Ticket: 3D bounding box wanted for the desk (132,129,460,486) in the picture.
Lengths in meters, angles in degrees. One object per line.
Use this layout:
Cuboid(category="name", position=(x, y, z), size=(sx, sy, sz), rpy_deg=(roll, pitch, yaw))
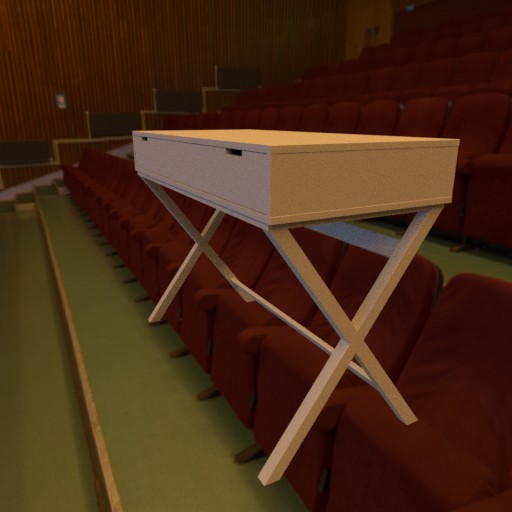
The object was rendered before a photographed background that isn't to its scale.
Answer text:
Cuboid(category="desk", position=(0.000, 0.000, 1.472), size=(0.509, 0.780, 1.059), rpy_deg=(-9, 19, -27))
